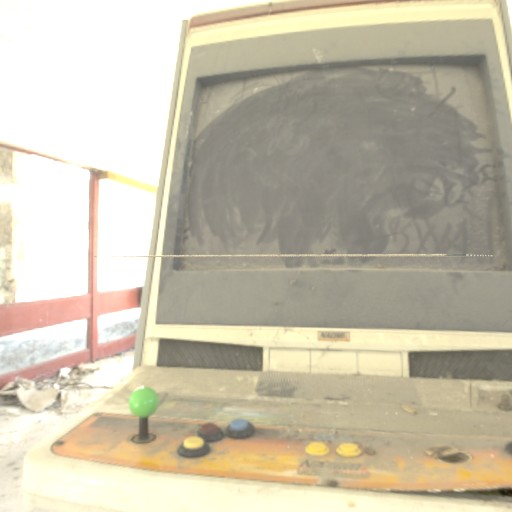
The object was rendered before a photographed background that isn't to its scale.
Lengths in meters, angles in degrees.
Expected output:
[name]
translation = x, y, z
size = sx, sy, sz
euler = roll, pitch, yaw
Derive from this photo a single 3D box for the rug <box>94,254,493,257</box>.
[rug]
translation = 0.000, 0.000, 2.578
size = 2.372, 0.008, 0.620
euler = 0, 0, 37
